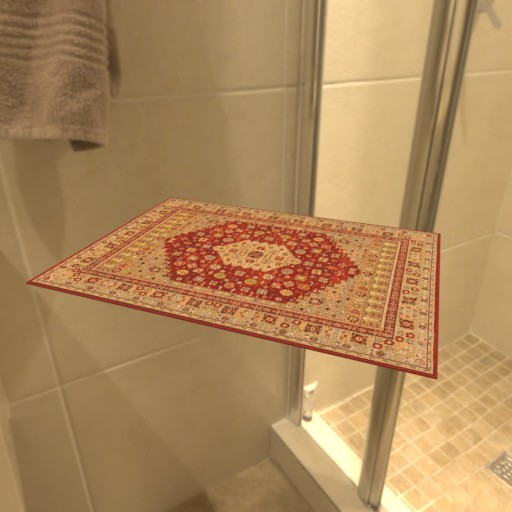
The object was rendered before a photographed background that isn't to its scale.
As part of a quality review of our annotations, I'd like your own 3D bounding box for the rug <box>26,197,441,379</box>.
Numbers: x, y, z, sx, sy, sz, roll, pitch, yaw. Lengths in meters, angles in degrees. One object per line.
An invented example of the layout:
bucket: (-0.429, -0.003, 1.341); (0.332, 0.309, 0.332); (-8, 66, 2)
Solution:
rug: (0.000, 0.000, 2.849); (2.211, 0.013, 1.593); (10, 28, 19)
